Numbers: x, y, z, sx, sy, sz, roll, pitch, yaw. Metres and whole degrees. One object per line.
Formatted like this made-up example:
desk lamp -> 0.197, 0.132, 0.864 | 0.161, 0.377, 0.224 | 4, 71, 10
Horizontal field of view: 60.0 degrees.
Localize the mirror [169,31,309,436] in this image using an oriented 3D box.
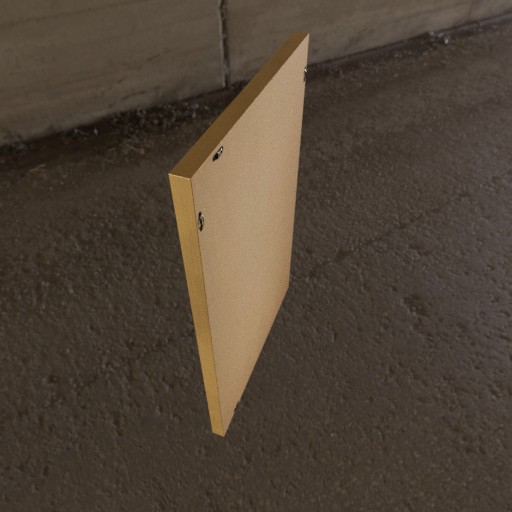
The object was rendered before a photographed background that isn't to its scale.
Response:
mirror -> 0.000, 0.000, 1.165 | 0.041, 0.915, 0.609 | 15, 48, 14
